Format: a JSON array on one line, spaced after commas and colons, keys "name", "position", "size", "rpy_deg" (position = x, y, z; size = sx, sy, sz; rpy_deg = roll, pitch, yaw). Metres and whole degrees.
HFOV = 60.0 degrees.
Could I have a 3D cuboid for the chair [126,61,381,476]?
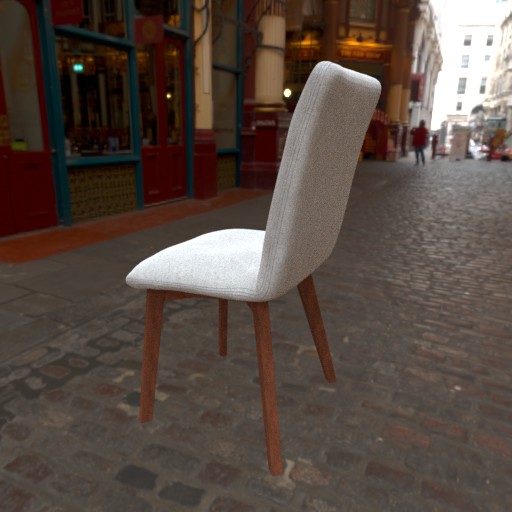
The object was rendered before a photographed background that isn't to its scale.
[{"name": "chair", "position": [0.000, 0.000, 1.276], "size": [0.563, 0.974, 0.522], "rpy_deg": [8, 18, 25]}]
